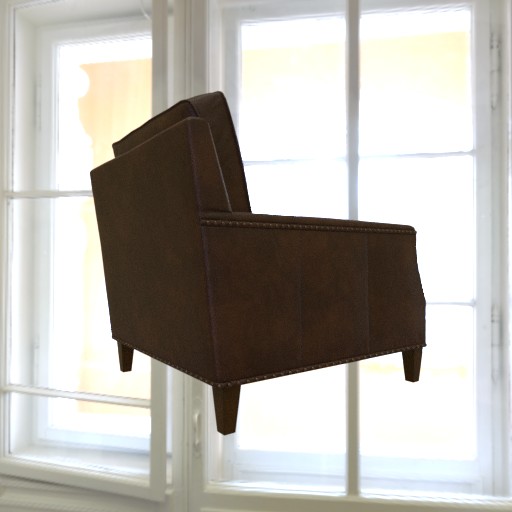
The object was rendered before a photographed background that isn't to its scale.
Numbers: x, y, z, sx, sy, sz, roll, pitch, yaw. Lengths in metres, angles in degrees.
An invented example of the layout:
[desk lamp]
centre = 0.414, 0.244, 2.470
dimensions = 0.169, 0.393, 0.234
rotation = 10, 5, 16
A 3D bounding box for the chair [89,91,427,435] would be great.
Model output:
[chair]
centre = 0.000, 0.000, 1.699
dimensions = 1.014, 0.929, 0.853
rotation = 0, 0, -36
